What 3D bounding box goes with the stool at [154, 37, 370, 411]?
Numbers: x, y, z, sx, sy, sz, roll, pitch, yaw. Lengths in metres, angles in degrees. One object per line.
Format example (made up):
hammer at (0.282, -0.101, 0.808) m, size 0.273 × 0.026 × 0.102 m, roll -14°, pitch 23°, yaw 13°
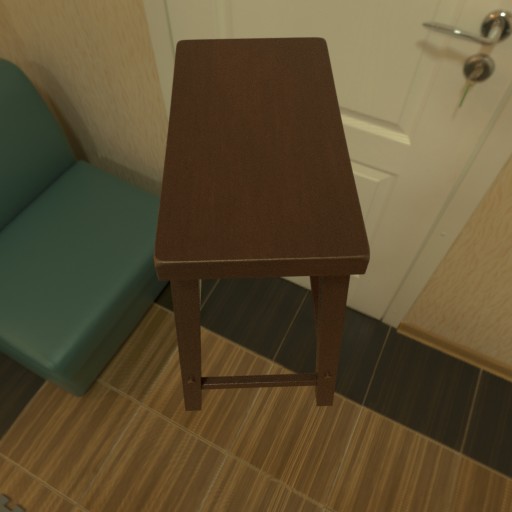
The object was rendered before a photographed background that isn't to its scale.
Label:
stool at (0.000, 0.000, 0.828) m, size 0.322 × 0.610 × 0.406 m, roll -2°, pitch 57°, yaw -1°
